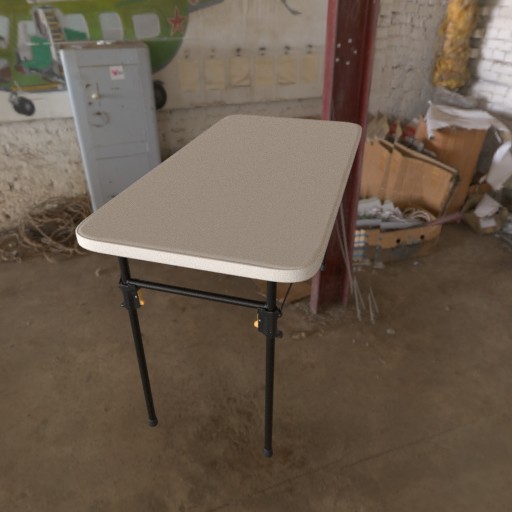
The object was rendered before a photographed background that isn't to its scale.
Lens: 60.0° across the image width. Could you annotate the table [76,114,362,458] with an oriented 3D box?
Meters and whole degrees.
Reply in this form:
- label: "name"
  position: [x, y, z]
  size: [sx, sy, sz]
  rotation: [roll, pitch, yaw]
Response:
- label: "table"
  position: [0.000, 0.000, 1.670]
  size: [0.610, 0.729, 1.219]
  rotation: [9, 33, 14]
